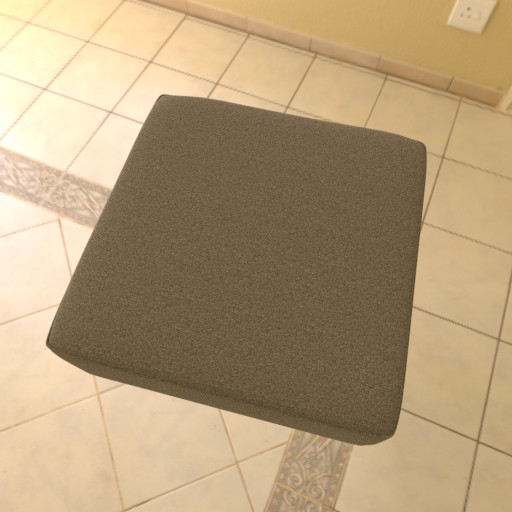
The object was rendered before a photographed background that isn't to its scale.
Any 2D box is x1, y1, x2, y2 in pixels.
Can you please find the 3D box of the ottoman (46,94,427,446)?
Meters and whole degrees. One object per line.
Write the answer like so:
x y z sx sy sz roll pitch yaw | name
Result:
0.000 0.000 1.550 1.005 0.464 1.015 13 65 6 | ottoman
